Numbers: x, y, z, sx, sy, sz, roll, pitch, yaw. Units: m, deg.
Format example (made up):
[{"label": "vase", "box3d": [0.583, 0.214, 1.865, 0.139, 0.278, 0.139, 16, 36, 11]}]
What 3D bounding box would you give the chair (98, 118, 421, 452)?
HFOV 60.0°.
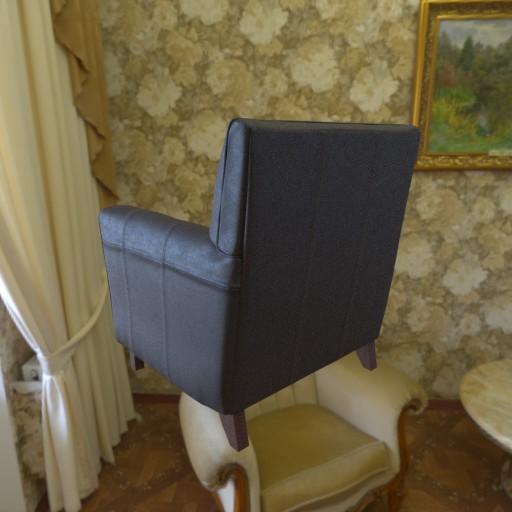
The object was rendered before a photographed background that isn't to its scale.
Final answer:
[{"label": "chair", "box3d": [0.000, 0.000, 1.654, 0.870, 0.943, 0.825, -13, 20, -41]}]
